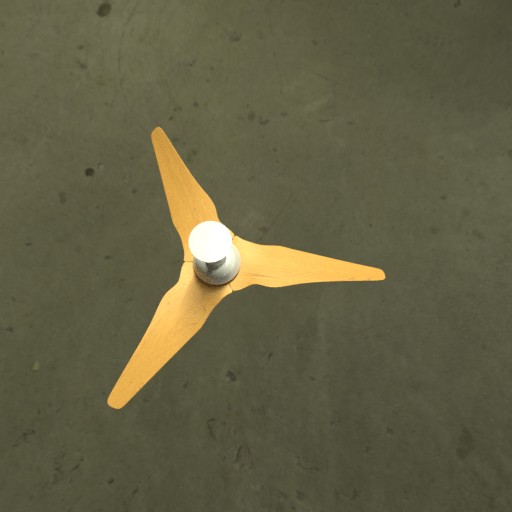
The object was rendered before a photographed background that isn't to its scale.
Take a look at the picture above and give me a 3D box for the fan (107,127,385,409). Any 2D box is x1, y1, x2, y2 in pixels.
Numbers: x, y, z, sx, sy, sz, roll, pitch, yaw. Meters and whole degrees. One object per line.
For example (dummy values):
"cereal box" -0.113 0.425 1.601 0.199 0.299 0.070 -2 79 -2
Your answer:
"fan" 0.000 0.000 1.641 1.010 0.355 1.142 3 75 1
